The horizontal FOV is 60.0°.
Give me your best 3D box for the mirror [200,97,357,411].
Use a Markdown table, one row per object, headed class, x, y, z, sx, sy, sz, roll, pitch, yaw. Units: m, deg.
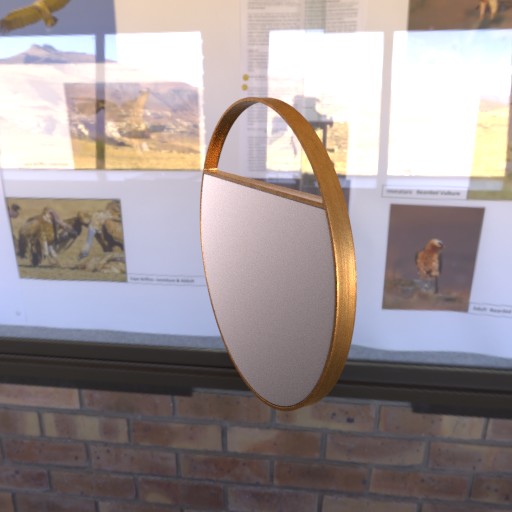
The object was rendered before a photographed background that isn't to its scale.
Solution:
| class | x | y | z | sx | sy | sz | roll | pitch | yaw |
| --- | --- | --- | --- | --- | --- | --- | --- | --- | --- |
| mirror | 0.000 | 0.000 | 0.838 | 0.032 | 0.565 | 0.565 | -8 | 18 | -24 |
